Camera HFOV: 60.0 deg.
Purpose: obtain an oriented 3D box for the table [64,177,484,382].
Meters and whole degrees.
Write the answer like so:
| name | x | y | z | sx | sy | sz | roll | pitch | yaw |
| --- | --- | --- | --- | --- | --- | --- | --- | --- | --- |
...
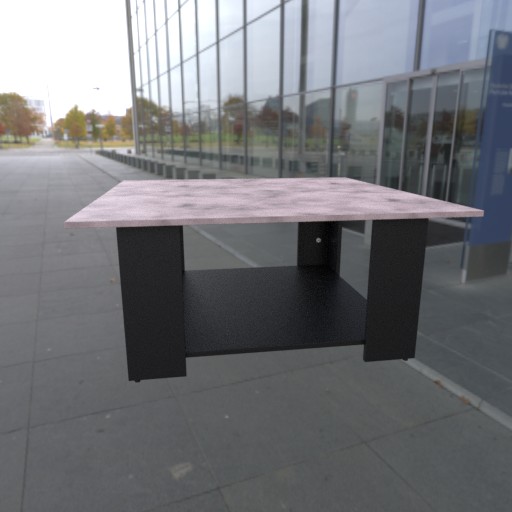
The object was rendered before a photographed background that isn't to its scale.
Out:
| name | x | y | z | sx | sy | sz | roll | pitch | yaw |
| --- | --- | --- | --- | --- | --- | --- | --- | --- | --- |
| table | 0.000 | 0.000 | 1.052 | 0.670 | 0.305 | 0.670 | -2 | 15 | -9 |
